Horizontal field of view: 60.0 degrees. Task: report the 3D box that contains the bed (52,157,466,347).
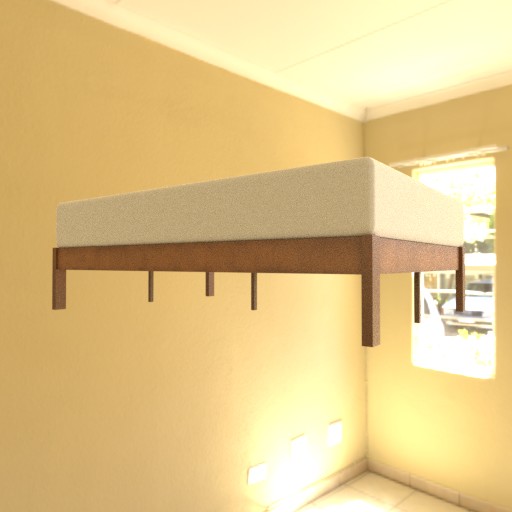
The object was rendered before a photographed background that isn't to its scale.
[{"bbox_3d":[0.000,0.000,2.526,1.927,0.616,1.348,-1,-1,37],"label":"bed"}]
